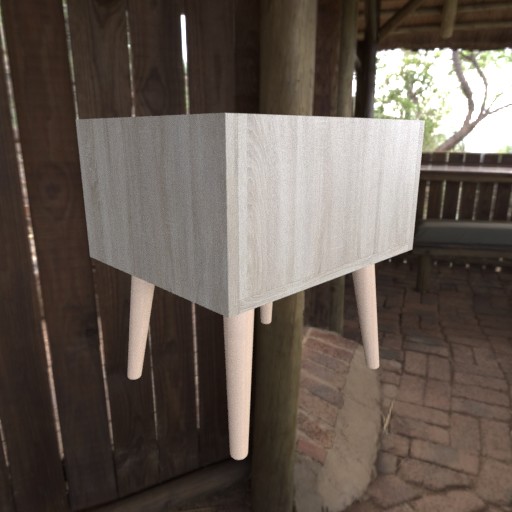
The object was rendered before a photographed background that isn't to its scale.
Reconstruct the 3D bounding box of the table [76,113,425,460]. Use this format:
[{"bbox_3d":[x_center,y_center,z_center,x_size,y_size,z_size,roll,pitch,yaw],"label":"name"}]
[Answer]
[{"bbox_3d":[0.000,0.000,0.801,0.450,0.470,0.370,-15,21,-42],"label":"table"}]
